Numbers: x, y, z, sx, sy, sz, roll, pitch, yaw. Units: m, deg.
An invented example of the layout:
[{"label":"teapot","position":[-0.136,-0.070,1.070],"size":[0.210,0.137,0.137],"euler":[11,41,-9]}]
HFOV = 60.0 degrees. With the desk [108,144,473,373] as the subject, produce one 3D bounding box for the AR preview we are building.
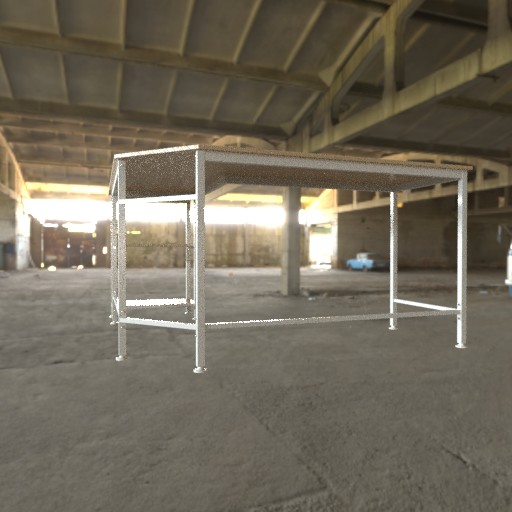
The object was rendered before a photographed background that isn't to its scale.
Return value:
[{"label":"desk","position":[0.000,0.000,2.225],"size":[1.379,0.739,1.379],"euler":[0,1,-19]}]
